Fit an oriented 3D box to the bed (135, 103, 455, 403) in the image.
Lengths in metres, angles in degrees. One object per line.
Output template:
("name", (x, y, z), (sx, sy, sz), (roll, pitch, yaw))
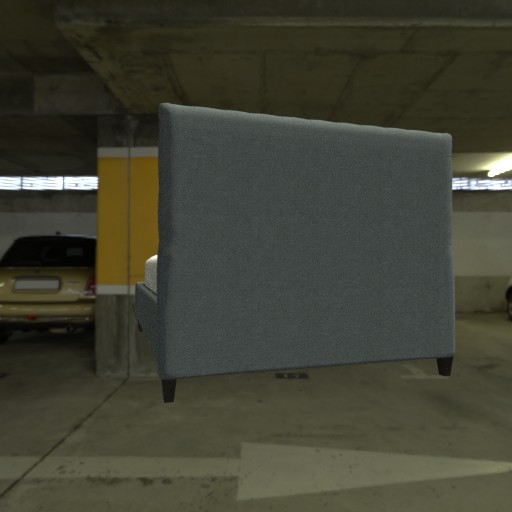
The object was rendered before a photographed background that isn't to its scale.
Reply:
("bed", (0.000, 0.000, 3.410), (1.698, 1.411, 2.335), (0, -1, -18))
